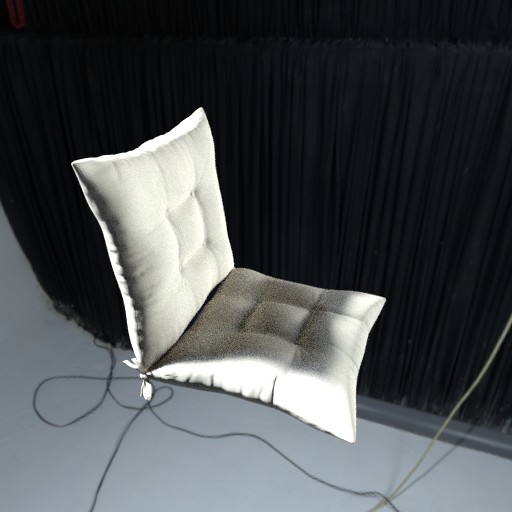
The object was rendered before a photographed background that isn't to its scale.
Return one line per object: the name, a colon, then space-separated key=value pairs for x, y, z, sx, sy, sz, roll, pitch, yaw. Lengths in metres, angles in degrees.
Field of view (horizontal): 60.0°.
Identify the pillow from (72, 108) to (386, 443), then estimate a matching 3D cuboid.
pillow: x=0.000 y=0.000 z=1.014 sx=0.585 sy=0.536 sz=0.541 roll=10 pitch=31 yaw=18
